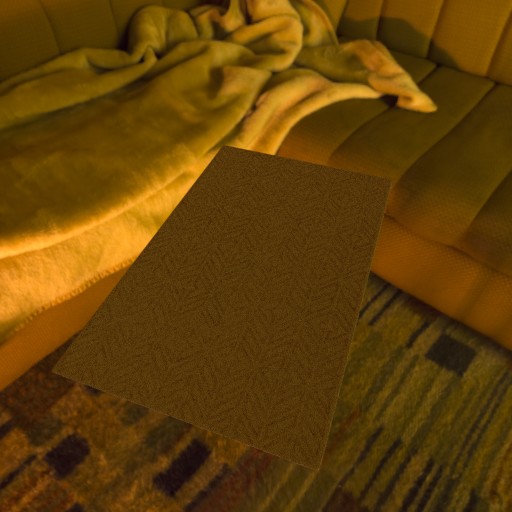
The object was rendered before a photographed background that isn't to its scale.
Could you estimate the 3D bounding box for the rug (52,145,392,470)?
[{"bbox_3d":[0.000,0.000,3.057,1.523,0.008,2.438,15,48,14],"label":"rug"}]
